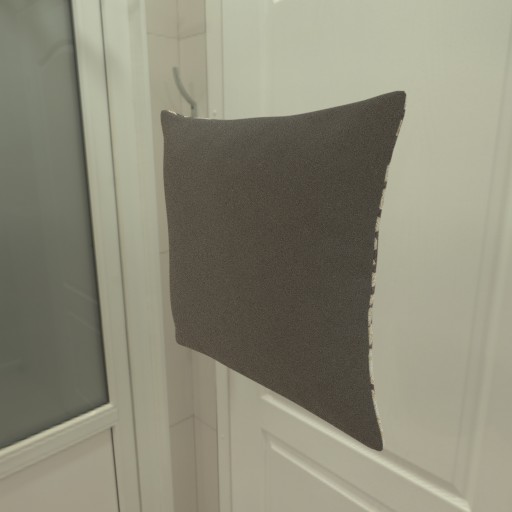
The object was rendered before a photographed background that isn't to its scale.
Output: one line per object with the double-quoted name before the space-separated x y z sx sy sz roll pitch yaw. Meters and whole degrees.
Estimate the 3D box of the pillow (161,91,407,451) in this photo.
"pillow" 0.000 0.000 0.771 0.166 0.507 0.526 -14 20 -43
